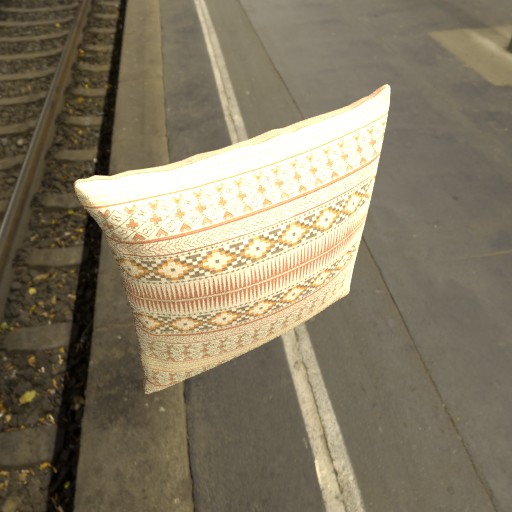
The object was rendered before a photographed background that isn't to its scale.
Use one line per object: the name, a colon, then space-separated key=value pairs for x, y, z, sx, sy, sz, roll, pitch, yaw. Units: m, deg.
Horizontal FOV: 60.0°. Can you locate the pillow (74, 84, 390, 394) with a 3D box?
pillow: x=0.000 y=0.000 z=0.804 sx=0.521 sy=0.519 sz=0.215 roll=-23 pitch=49 yaw=-22
